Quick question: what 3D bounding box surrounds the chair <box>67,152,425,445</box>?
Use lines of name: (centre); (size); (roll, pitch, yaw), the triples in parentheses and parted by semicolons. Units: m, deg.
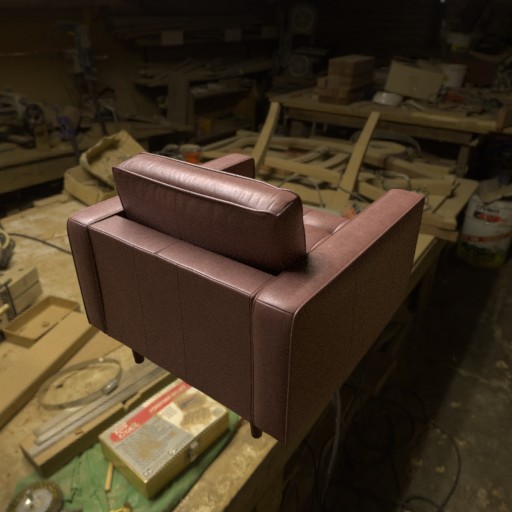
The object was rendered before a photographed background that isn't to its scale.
chair: (0.000, 0.000, 1.589); (0.920, 0.770, 0.900); (20, 35, 31)
